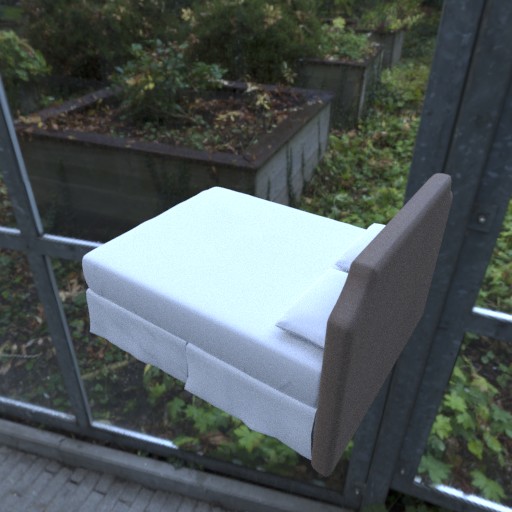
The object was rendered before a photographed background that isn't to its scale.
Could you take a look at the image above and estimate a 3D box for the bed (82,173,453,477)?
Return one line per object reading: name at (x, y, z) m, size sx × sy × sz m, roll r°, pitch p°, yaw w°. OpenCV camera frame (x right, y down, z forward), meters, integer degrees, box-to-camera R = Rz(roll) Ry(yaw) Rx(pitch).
bed at (0.000, 0.000, 3.162) m, size 2.116 × 1.290 × 1.693 m, roll 20°, pitch 37°, yaw 29°
